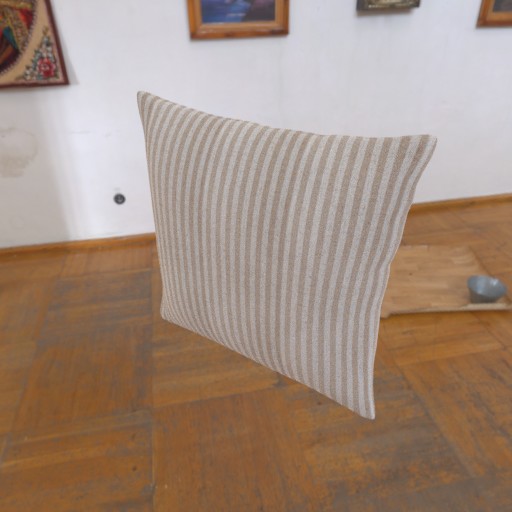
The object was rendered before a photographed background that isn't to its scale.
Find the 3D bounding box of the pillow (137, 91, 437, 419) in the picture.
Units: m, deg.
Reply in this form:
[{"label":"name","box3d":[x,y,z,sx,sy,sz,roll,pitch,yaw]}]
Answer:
[{"label":"pillow","box3d":[0.000,0.000,0.791,0.523,0.510,0.166,19,36,28]}]
